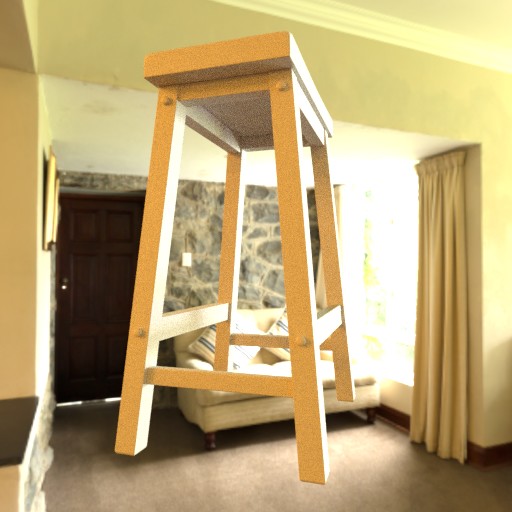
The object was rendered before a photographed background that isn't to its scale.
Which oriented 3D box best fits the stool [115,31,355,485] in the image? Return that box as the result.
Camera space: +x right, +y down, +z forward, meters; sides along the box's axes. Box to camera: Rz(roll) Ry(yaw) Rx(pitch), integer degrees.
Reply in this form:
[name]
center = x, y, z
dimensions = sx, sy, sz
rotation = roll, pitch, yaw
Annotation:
[stool]
center = 0.000, 0.000, 0.826
dimensions = 0.322, 0.610, 0.406
rotation = 0, -1, 18
